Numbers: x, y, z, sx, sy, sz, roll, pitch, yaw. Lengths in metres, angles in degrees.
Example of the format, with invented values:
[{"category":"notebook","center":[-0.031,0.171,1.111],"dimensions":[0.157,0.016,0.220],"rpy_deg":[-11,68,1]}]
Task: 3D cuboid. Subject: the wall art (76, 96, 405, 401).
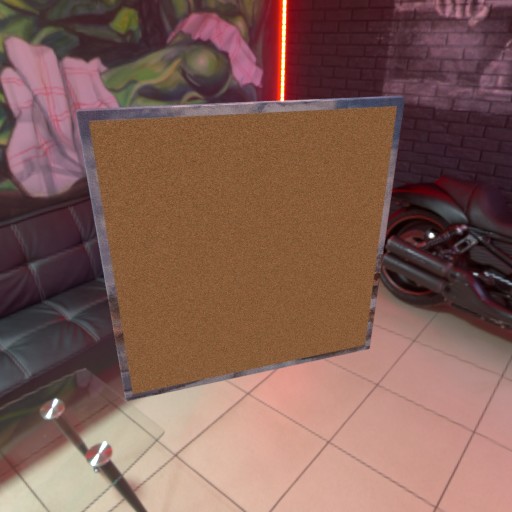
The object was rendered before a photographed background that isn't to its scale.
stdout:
[{"category":"wall art","center":[0.000,0.000,1.548],"dimensions":[1.010,1.020,0.040],"rpy_deg":[-8,27,-16]}]
